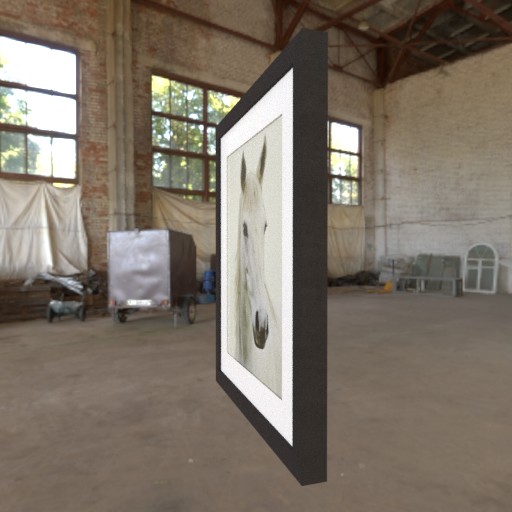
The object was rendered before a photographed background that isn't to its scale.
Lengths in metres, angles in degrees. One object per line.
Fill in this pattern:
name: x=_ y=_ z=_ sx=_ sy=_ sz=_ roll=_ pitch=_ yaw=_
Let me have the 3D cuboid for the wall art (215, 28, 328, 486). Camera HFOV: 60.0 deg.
wall art: x=0.000 y=0.000 z=0.755 sx=0.034 sy=0.552 sz=0.455 roll=0 pitch=1 yaw=-18
